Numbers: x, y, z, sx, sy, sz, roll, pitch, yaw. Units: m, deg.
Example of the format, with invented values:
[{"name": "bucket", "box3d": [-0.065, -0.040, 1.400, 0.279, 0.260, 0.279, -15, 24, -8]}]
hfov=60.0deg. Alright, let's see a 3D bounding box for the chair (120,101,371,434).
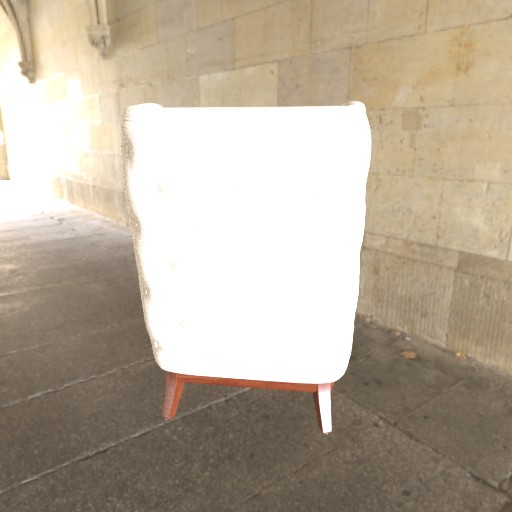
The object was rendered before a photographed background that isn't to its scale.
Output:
[{"name": "chair", "box3d": [0.000, 0.000, 1.675, 0.778, 1.079, 0.899, 2, 15, 8]}]
